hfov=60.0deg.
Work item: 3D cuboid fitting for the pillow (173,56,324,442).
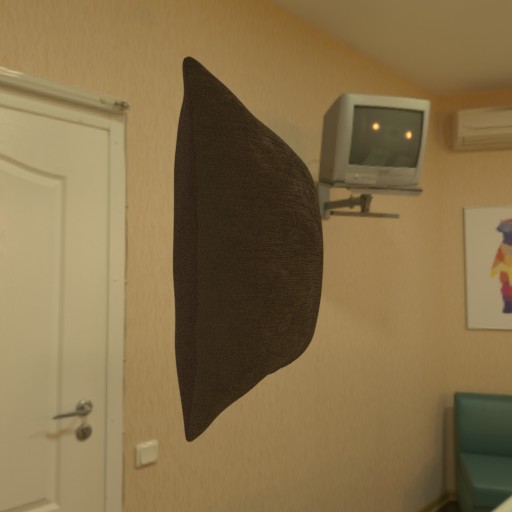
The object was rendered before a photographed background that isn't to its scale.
[{"bbox_3d":[0.000,0.000,0.705,0.204,0.439,0.452,-1,-3,19],"label":"pillow"}]
